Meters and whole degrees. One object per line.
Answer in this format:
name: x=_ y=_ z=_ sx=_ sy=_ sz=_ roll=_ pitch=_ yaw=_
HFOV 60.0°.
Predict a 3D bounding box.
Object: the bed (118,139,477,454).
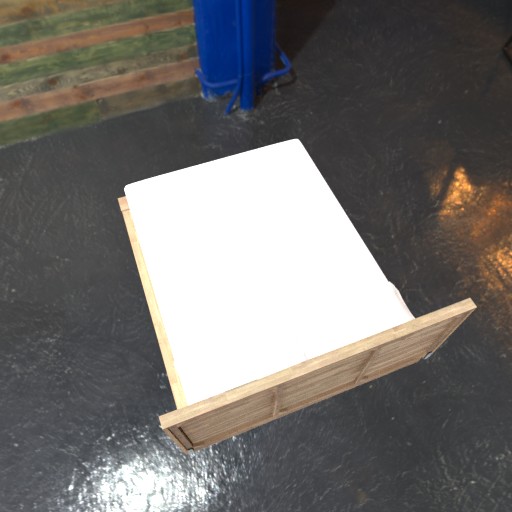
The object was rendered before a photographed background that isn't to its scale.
bed: x=0.000 y=0.000 z=3.229 sx=1.759 sy=1.071 sz=2.145 roll=-18 pitch=59 yaw=-11
